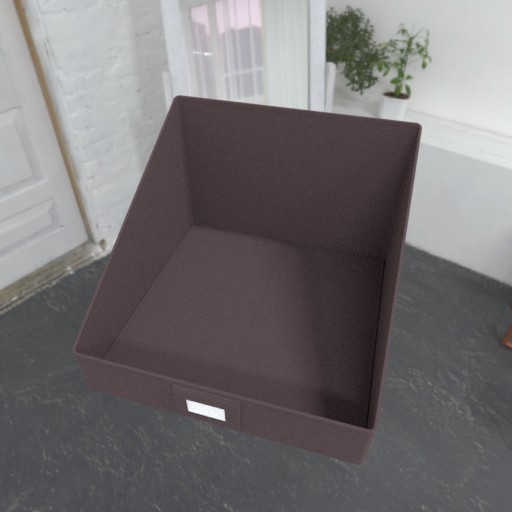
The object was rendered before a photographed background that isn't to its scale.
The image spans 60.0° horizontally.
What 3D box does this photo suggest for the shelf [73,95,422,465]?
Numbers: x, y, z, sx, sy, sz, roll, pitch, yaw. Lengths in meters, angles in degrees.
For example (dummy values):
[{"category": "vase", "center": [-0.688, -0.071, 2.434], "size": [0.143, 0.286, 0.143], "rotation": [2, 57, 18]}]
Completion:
[{"category": "shelf", "center": [0.000, 0.000, 0.475], "size": [0.292, 0.210, 0.292], "rotation": [11, 42, 12]}]
